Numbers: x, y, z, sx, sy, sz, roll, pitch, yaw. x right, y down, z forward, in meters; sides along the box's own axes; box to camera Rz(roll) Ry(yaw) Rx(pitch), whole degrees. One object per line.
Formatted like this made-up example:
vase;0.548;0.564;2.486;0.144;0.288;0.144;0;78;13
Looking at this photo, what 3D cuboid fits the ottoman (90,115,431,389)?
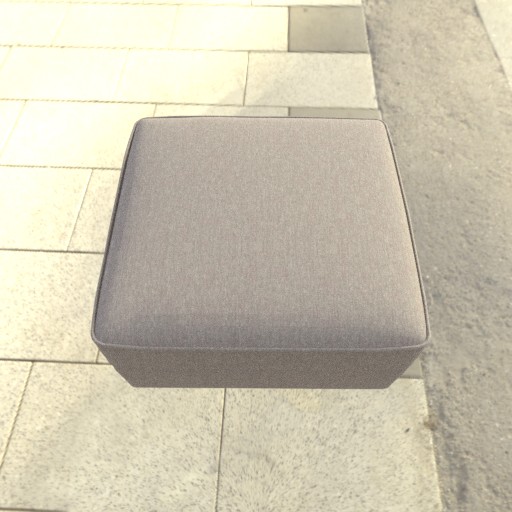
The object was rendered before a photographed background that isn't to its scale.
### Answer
ottoman;0.000;0.000;1.443;0.871;0.612;0.808;0;59;0
